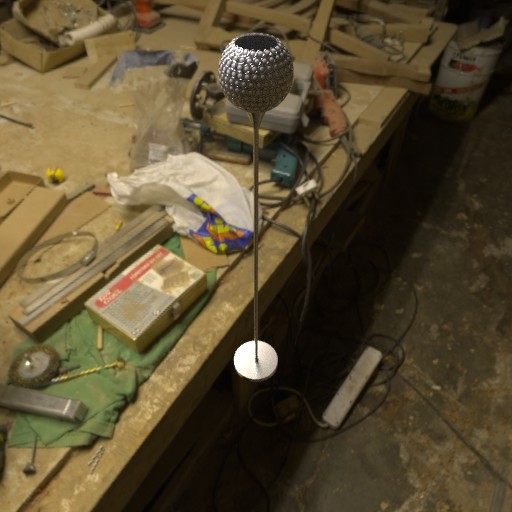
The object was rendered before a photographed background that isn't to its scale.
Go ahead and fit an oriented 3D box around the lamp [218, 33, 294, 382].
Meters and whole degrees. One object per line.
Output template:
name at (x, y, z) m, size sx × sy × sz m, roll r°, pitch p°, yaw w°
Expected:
lamp at (0.000, 0.000, 1.935) m, size 0.254 × 1.805 × 0.254 m, roll 0°, pitch 47°, yaw 0°
